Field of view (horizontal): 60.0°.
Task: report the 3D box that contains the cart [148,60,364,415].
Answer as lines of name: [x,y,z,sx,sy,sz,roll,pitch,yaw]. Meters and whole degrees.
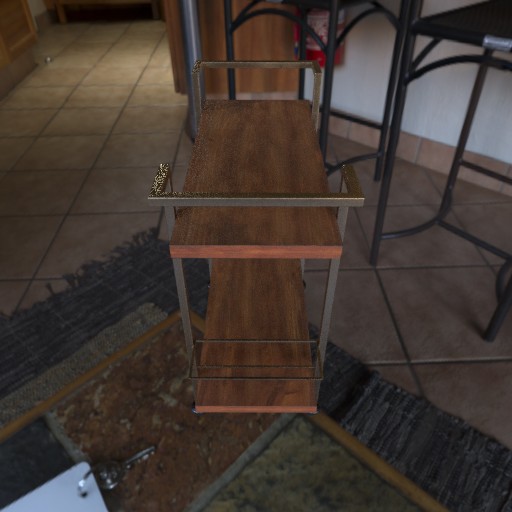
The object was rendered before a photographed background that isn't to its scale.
cart: [0.000,0.000,1.196,0.364,0.807,0.695,0,40,0]
